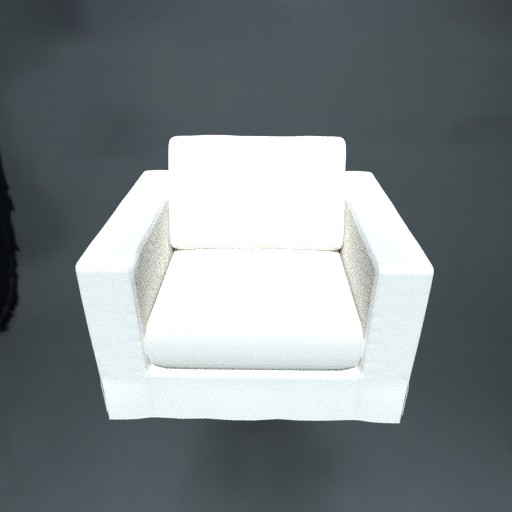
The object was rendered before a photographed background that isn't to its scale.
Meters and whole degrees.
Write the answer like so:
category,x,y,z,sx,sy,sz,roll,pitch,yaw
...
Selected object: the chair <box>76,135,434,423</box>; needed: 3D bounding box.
category,x,y,z,sx,sy,sz,roll,pitch,yaw
chair,0.000,0.000,1.855,1.150,0.878,0.957,0,29,1
